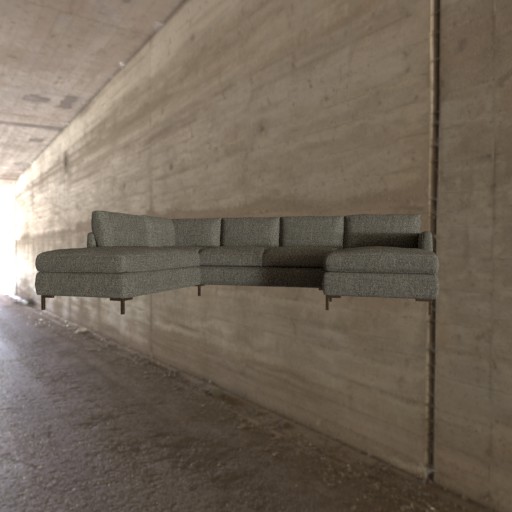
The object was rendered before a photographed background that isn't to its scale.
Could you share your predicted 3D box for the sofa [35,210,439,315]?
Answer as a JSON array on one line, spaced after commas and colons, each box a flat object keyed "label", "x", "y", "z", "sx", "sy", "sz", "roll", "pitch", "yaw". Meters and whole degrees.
[{"label": "sofa", "x": 0.000, "y": 0.000, "z": 3.608, "sx": 2.737, "sy": 0.756, "sz": 1.879, "roll": 0, "pitch": 1, "yaw": 19}]
